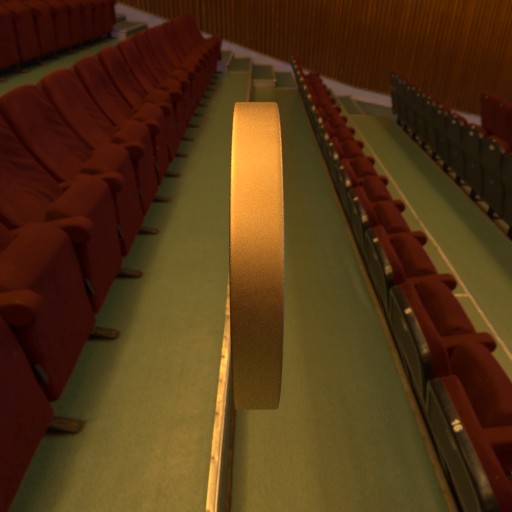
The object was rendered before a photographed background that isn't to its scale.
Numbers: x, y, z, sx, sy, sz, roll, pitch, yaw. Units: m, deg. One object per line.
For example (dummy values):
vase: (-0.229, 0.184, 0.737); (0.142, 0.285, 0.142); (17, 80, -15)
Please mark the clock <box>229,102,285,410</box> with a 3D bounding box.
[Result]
clock: (0.000, 0.000, 0.478); (0.040, 0.314, 0.314); (0, 31, 0)
